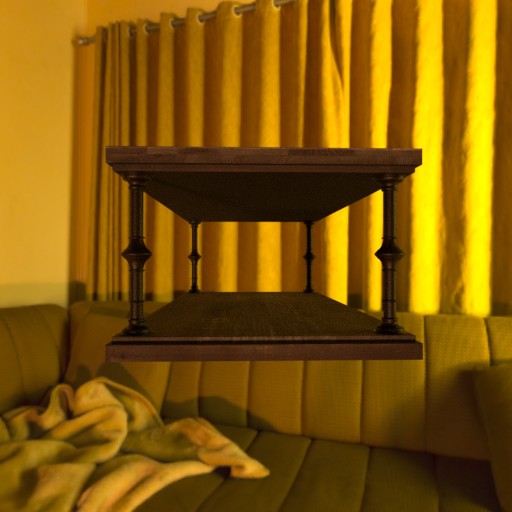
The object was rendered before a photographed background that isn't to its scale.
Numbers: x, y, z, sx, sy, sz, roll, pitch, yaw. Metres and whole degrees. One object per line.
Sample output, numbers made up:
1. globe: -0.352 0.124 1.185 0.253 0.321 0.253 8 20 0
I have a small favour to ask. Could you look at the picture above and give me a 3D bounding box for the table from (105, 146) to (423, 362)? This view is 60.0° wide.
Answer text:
1. table: 0.000 0.000 1.316 0.554 0.373 1.088 0 0 -2
